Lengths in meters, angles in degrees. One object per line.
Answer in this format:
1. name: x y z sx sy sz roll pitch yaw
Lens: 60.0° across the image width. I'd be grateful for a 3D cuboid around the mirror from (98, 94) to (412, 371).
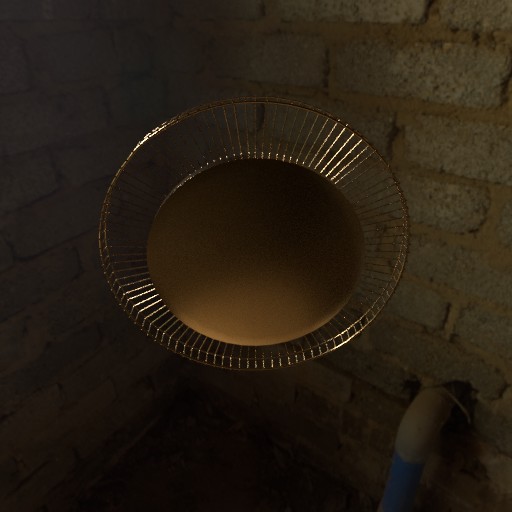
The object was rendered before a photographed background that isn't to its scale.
1. mirror: 0.000 0.000 1.023 0.703 0.703 0.067 -1 31 -1
